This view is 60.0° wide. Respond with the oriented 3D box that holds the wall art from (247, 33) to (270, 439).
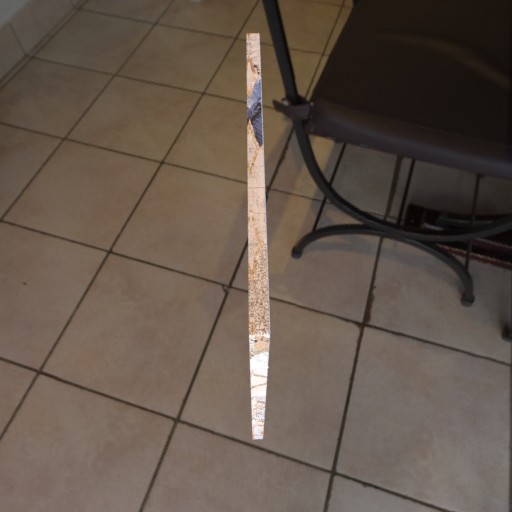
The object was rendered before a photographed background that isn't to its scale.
[{"bbox_3d":[0.000,0.000,1.384,0.039,0.914,0.912,-1,57,-1],"label":"wall art"}]
